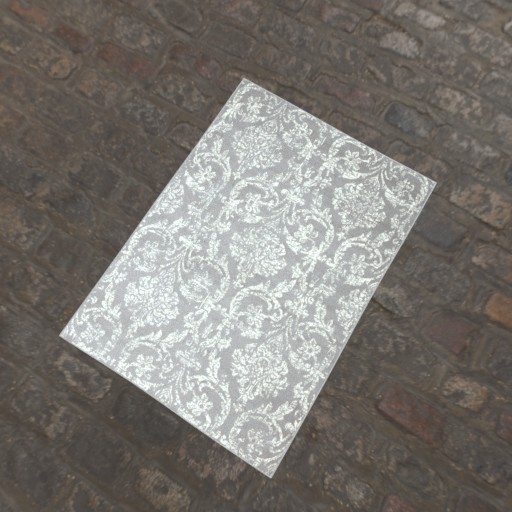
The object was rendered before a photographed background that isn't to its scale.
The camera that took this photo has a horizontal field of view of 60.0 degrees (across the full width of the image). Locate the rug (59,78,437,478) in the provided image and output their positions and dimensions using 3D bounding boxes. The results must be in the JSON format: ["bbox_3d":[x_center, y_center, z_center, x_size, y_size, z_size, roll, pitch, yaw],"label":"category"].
[{"bbox_3d":[0.000,0.000,2.938,1.578,0.014,2.206,31,78,7],"label":"rug"}]
